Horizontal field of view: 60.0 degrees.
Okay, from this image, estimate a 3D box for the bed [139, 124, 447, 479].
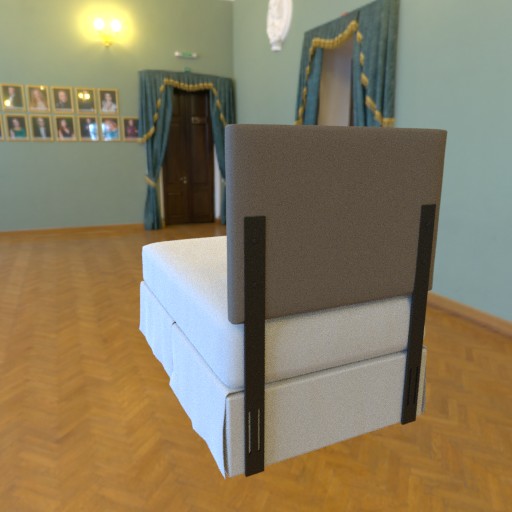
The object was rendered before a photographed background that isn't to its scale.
[{"bbox_3d":[0.000,0.000,2.944,1.261,1.571,1.997,-6,15,-24],"label":"bed"}]
